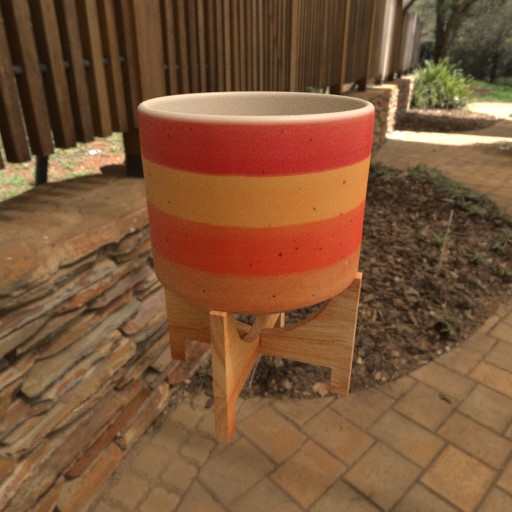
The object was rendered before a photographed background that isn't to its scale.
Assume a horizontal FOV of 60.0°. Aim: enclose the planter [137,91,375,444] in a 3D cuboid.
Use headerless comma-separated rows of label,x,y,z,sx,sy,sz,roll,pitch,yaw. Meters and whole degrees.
planter,0.000,0.000,0.571,0.269,0.379,0.269,0,25,0
